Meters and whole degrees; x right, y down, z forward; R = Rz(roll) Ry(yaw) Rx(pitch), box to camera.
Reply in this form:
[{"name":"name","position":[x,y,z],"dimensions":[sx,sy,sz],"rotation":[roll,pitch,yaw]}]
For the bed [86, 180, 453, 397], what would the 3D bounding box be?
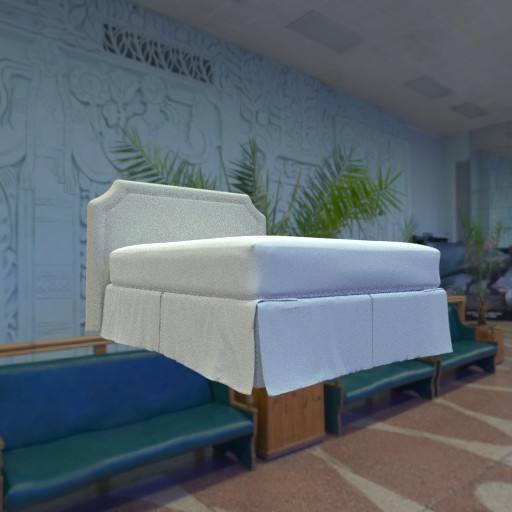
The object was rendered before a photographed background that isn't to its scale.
[{"name":"bed","position":[0.000,0.000,3.297],"dimensions":[1.827,1.296,2.209],"rotation":[1,-1,-38]}]
